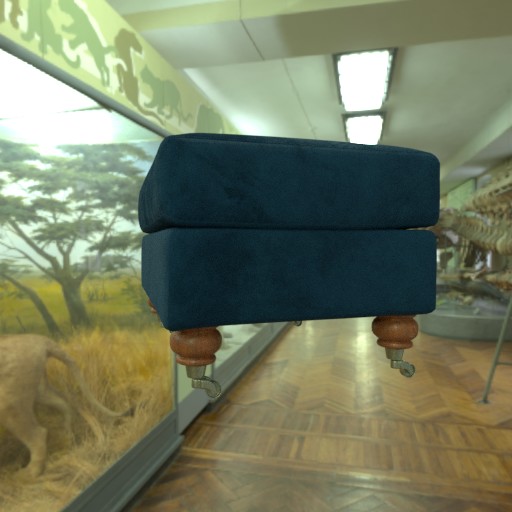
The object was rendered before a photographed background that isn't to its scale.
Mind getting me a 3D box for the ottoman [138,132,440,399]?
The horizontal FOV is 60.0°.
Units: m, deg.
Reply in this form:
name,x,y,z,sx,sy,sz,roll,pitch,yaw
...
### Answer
name,x,y,z,sx,sy,sz,roll,pitch,yaw
ottoman,0.000,0.000,1.160,0.572,0.503,0.773,-1,2,-17
